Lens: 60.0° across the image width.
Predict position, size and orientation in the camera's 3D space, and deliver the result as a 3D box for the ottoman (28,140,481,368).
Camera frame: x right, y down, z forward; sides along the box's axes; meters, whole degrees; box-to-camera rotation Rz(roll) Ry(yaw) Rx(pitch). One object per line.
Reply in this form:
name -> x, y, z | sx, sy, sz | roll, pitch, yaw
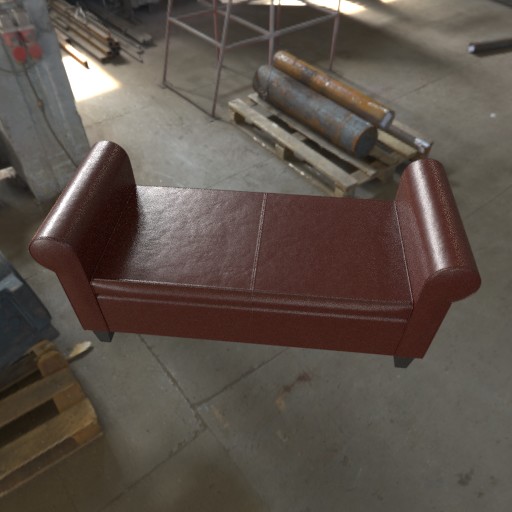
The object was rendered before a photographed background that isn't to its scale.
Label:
ottoman -> 0.000, 0.000, 1.548 | 1.256, 0.547, 0.521 | 4, 46, 4
